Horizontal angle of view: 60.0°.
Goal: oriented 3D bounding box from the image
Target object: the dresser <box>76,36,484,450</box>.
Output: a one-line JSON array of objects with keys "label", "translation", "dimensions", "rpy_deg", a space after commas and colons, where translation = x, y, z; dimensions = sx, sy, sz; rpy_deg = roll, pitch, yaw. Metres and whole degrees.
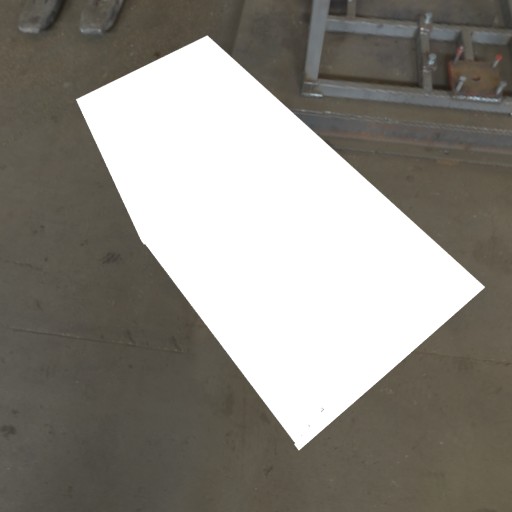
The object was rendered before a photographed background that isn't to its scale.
[{"label": "dresser", "translation": [0.000, 0.000, 1.503], "dimensions": [0.460, 0.820, 1.100], "rpy_deg": [-34, 67, -17]}]
